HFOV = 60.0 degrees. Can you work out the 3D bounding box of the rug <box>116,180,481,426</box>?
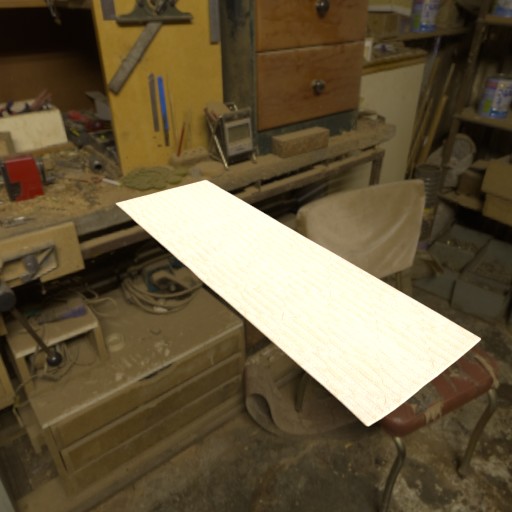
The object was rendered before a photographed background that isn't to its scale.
[{"bbox_3d":[0.000,0.000,2.670,0.793,0.014,2.450,-21,37,-31],"label":"rug"}]
